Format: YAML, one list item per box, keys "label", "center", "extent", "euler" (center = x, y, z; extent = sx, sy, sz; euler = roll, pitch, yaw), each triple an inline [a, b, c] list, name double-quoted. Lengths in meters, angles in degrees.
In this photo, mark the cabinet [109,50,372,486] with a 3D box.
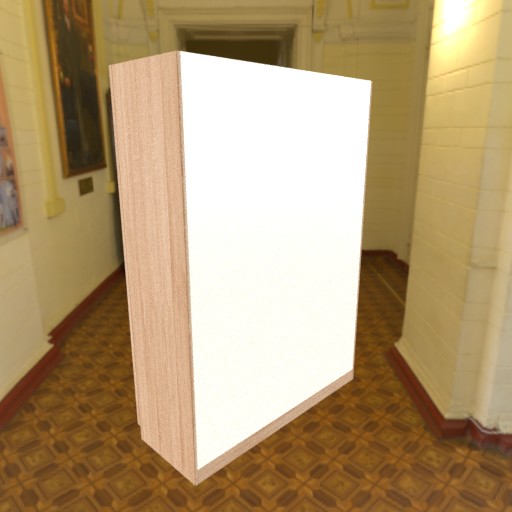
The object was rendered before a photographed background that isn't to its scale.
- label: "cabinet"
  center: [0.000, 0.000, 2.776]
  extent: [0.590, 2.120, 1.500]
  euler: [15, 21, 43]
